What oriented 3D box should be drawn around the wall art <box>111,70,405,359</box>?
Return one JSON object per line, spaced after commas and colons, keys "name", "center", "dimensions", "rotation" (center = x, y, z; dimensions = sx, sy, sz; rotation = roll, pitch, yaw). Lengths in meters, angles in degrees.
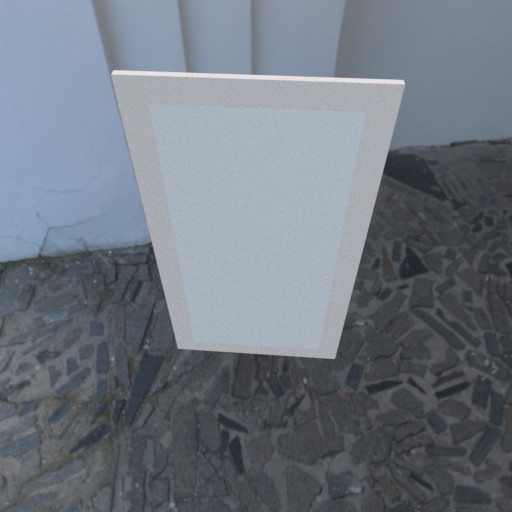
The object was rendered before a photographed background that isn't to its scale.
{"name": "wall art", "center": [0.000, 0.000, 0.825], "dimensions": [0.380, 0.683, 0.013], "rotation": [3, 47, 3]}
